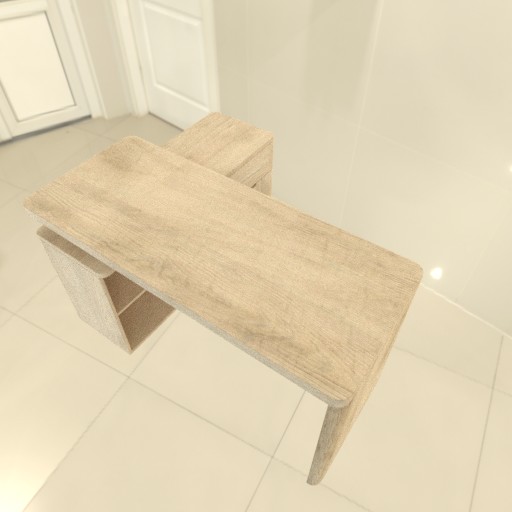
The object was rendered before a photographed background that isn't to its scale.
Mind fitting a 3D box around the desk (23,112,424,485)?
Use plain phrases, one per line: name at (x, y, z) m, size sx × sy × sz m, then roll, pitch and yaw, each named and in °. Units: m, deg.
desk at (0.000, 0.000, 2.028) m, size 1.400 × 0.770 × 1.175 m, roll 28°, pitch 53°, yaw 23°
